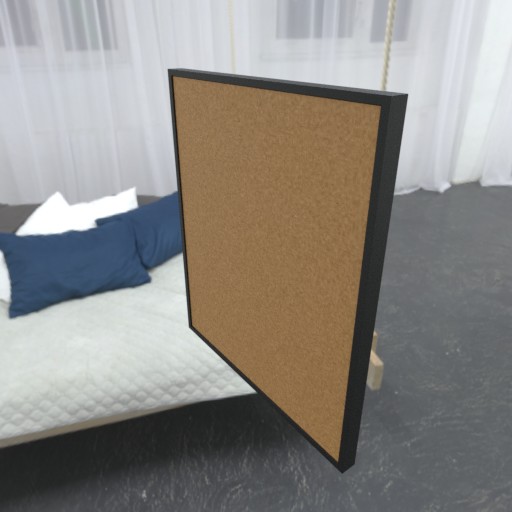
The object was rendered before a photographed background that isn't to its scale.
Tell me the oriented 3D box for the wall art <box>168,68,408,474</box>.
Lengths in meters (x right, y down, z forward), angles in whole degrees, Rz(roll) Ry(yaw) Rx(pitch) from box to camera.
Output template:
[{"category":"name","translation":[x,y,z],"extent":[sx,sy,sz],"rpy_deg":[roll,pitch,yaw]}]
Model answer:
[{"category":"wall art","translation":[0.000,0.000,0.509],"extent":[0.019,0.381,0.330],"rpy_deg":[-19,32,-33]}]
